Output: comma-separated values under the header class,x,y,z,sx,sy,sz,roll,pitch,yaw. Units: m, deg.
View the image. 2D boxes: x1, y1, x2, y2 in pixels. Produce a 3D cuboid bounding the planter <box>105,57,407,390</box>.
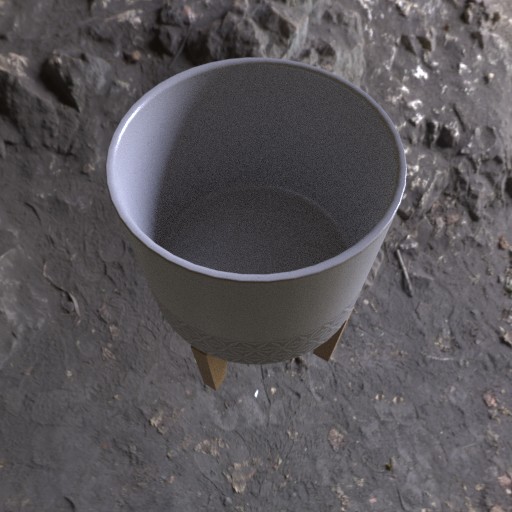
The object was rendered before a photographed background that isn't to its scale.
class,x,y,z,sx,sy,sz,roll,pitch,yaw
planter,0.000,0.000,0.391,0.188,0.260,0.188,0,59,0
